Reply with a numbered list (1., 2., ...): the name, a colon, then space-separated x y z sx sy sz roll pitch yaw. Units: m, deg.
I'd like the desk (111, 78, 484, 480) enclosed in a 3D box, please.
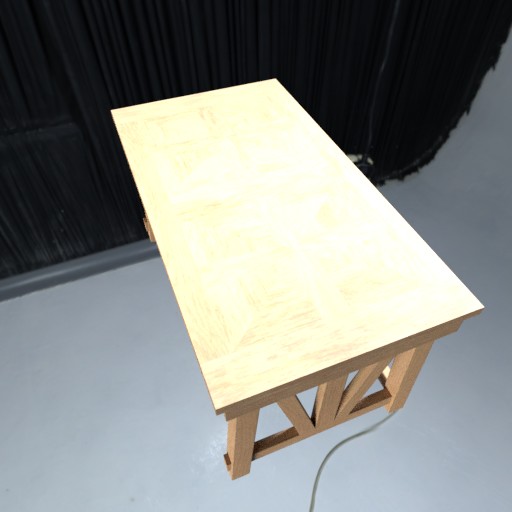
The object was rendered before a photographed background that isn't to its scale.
1. desk: 0.000 0.000 1.920 0.813 0.762 1.499 -17 50 -15
